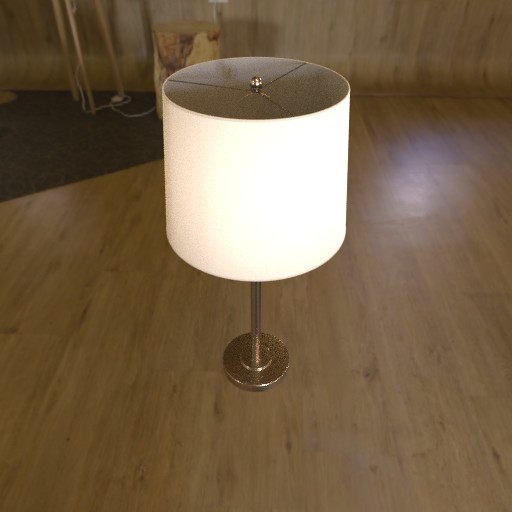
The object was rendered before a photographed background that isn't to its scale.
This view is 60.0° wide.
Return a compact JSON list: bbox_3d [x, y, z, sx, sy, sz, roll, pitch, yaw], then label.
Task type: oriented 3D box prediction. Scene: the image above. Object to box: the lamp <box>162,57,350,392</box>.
[{"bbox_3d":[0.000,0.000,0.886,0.333,0.696,0.333,0,39,0],"label":"lamp"}]
